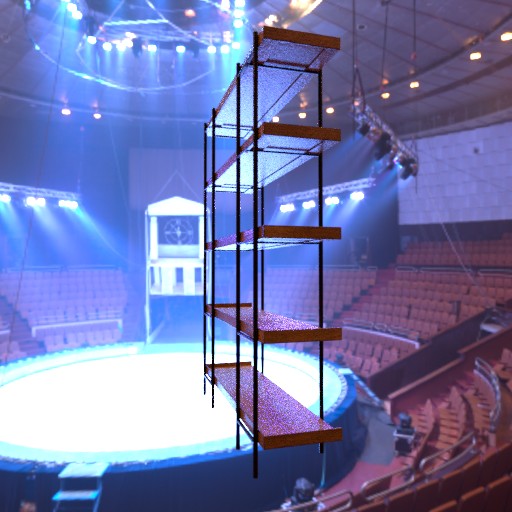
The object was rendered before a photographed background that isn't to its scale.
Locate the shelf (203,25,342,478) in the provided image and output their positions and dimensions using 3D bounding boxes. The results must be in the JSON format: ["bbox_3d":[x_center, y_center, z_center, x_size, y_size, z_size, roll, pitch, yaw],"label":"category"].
[{"bbox_3d":[0.000,0.000,2.448,0.379,1.826,1.371,0,-2,-16],"label":"shelf"}]
